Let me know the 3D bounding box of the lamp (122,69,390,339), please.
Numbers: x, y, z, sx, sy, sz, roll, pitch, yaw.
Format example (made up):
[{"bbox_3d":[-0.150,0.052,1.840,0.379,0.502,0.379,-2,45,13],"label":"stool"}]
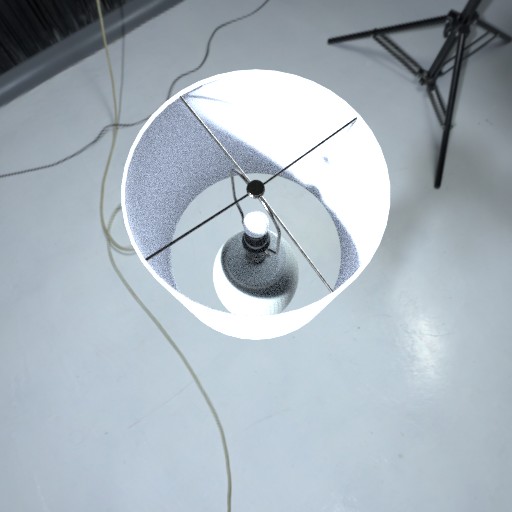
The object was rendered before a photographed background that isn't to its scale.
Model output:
[{"bbox_3d":[0.000,0.000,0.576,0.217,0.453,0.217,-35,78,-9],"label":"lamp"}]
